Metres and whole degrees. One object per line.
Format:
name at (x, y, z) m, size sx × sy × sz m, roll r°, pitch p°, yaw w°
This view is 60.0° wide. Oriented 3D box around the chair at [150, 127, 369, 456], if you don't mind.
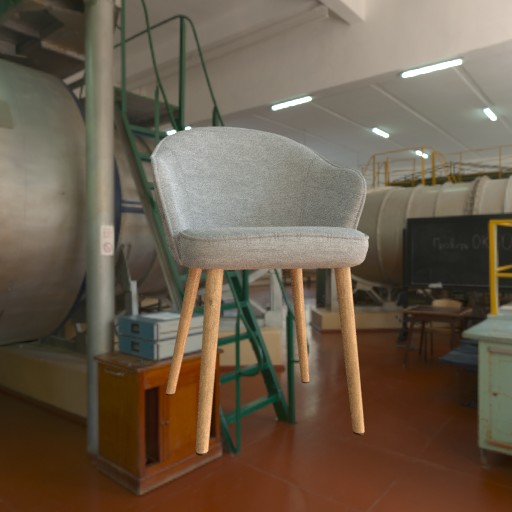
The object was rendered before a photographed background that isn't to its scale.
chair at (0.000, 0.000, 1.166) m, size 0.540 × 0.800 × 0.530 m, roll 0°, pitch 1°, yaw -16°
